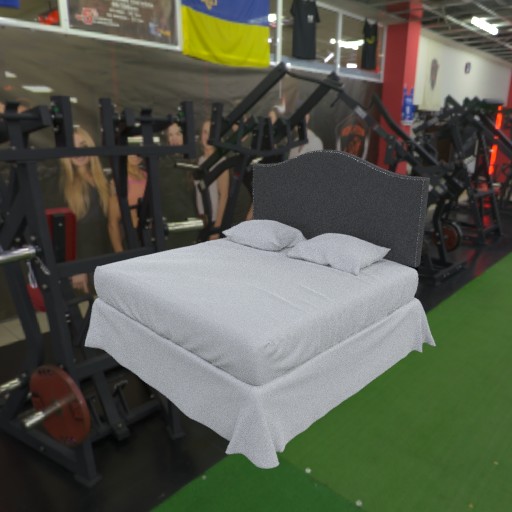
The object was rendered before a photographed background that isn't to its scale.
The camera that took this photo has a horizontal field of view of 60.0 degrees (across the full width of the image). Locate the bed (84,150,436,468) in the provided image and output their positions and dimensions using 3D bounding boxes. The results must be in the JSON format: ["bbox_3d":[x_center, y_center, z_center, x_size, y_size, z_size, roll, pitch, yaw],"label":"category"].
[{"bbox_3d":[0.000,0.000,3.698,2.219,1.651,2.314,-16,23,-42],"label":"bed"}]
